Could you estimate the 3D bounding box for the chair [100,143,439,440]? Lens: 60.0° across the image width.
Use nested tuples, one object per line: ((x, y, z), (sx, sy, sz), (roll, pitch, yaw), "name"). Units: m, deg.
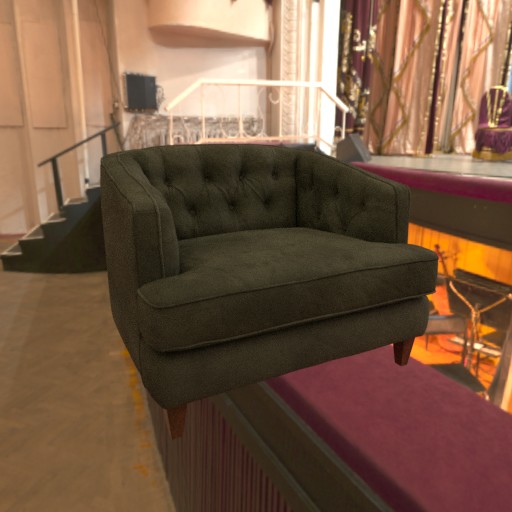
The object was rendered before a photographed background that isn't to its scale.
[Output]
((0.000, 0.000, 1.763), (1.104, 0.852, 0.941), (-8, 17, -27), "chair")
